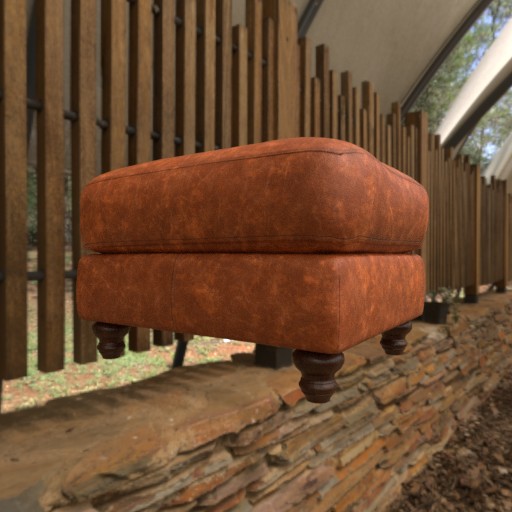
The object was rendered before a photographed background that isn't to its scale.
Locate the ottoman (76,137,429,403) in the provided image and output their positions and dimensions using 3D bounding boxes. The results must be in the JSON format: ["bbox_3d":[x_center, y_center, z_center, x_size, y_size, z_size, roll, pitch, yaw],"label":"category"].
[{"bbox_3d":[0.000,0.000,1.251,0.832,0.562,0.657,0,0,34],"label":"ottoman"}]
